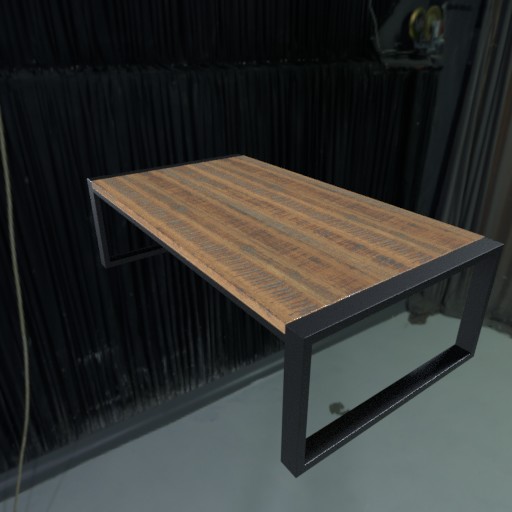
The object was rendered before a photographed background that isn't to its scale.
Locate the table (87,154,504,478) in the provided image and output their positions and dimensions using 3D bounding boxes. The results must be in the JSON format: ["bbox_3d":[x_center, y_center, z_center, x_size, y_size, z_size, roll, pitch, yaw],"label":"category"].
[{"bbox_3d":[0.000,0.000,1.629,0.750,0.400,1.350,-18,31,-32],"label":"table"}]
